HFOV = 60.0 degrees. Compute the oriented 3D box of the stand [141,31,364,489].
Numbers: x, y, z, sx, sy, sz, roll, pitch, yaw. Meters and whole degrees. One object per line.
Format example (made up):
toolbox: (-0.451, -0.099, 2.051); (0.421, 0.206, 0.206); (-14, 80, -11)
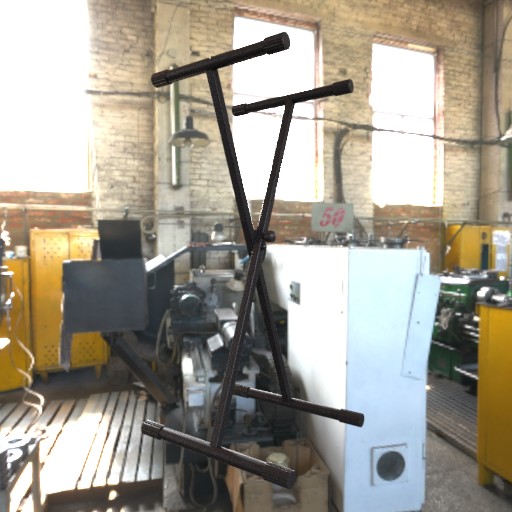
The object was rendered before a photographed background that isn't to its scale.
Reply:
stand: (0.000, 0.000, 1.179); (0.449, 0.940, 0.409); (1, 2, 36)
